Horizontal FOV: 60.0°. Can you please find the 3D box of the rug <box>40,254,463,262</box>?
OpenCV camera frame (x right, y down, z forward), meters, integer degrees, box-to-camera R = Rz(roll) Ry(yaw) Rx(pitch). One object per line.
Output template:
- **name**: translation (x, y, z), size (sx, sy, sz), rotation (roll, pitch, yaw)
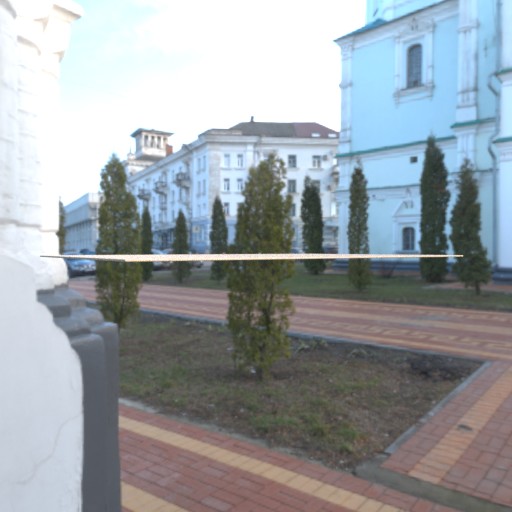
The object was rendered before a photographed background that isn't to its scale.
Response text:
- **rug**: translation (0.000, 0.000, 2.297), size (1.828, 0.007, 1.220), rotation (-1, 1, -36)
